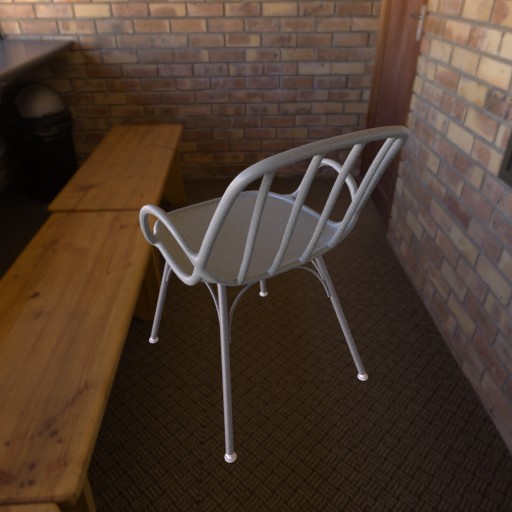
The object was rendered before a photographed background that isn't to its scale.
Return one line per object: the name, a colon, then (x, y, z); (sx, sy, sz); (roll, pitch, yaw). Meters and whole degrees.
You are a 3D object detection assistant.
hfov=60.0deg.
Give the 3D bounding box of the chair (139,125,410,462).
chair: (0.000, 0.000, 1.210); (0.549, 0.816, 0.597); (-20, 38, -28)
